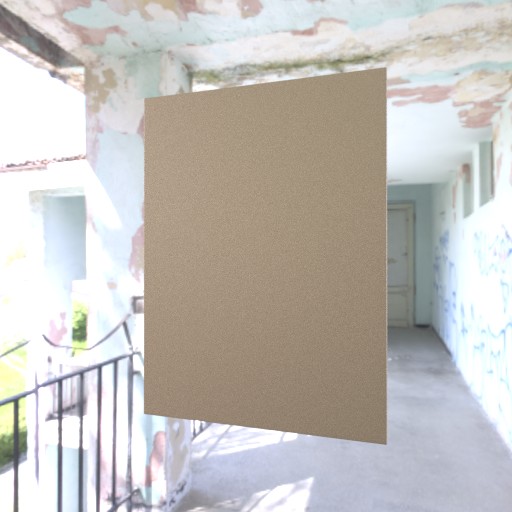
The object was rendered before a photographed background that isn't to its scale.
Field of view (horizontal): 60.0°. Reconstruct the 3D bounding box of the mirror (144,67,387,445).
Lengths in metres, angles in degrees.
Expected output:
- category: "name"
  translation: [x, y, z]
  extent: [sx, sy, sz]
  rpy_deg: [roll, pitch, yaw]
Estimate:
- category: "mirror"
  translation: [0.000, 0.000, 1.333]
  extent: [0.756, 1.023, 0.032]
  rpy_deg: [0, 0, 18]
